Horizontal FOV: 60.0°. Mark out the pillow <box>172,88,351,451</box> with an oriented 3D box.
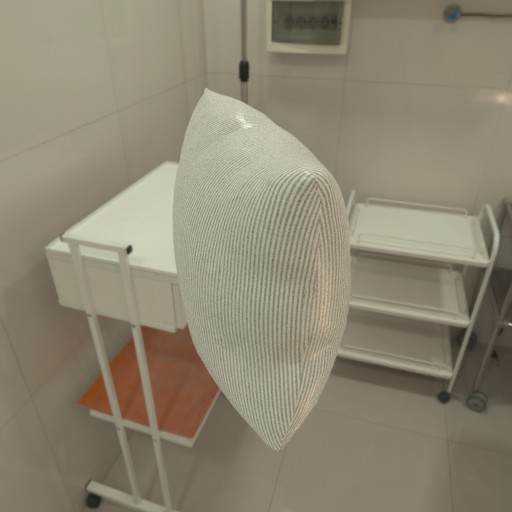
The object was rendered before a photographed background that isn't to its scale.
[{"bbox_3d":[0.000,0.000,0.696,0.310,0.432,0.387,9,33,14],"label":"pillow"}]
